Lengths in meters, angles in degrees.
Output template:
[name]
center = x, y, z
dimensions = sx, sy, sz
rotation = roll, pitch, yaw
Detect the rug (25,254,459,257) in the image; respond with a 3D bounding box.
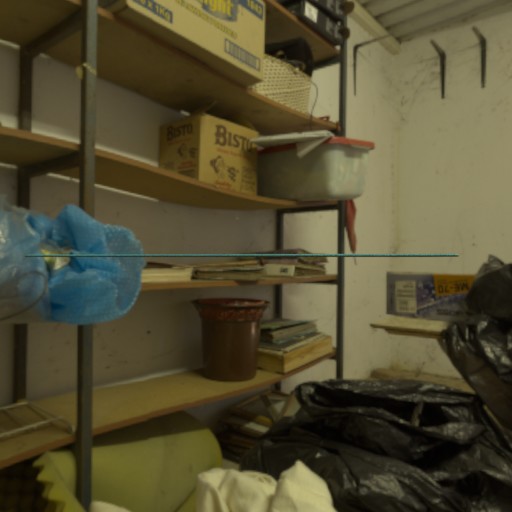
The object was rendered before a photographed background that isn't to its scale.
[rug]
center = 0.000, 0.000, 2.872
dimensions = 2.205, 0.012, 1.554
rotation = 0, 0, 17
